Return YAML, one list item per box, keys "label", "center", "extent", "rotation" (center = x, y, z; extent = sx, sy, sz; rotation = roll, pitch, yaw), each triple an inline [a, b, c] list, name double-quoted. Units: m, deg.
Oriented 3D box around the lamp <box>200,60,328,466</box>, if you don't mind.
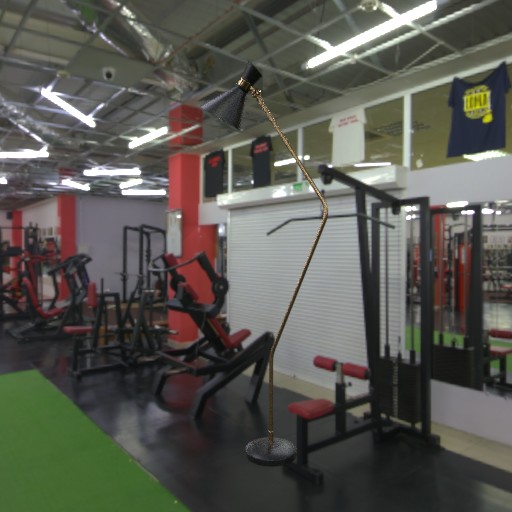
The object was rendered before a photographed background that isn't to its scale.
- label: "lamp"
  center: [0.000, 0.000, 1.598]
  extent: [0.277, 1.438, 0.467]
  rotation: [0, 1, -36]
